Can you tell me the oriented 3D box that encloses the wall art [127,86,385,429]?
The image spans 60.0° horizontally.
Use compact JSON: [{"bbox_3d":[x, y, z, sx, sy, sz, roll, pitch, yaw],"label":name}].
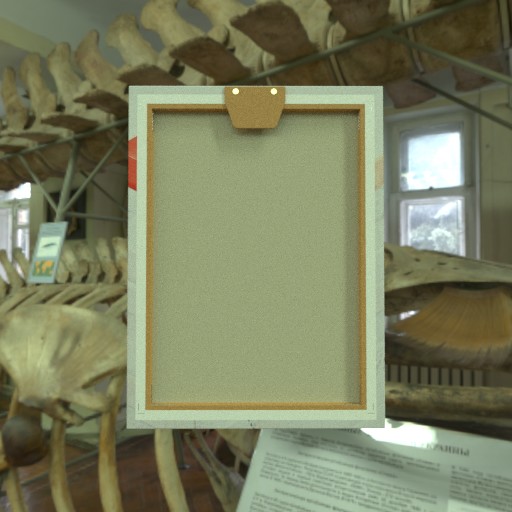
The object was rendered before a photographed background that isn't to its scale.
[{"bbox_3d":[0.000,0.000,1.325,0.759,1.014,0.045,0,-1,0],"label":"wall art"}]
